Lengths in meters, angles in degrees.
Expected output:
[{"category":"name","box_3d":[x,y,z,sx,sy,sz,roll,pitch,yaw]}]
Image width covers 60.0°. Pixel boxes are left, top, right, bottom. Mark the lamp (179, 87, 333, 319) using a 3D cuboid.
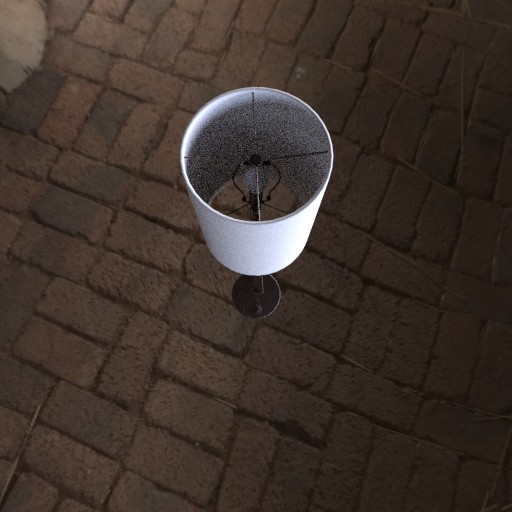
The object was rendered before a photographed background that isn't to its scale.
[{"category":"lamp","box_3d":[0.000,0.000,1.600,0.305,1.500,0.306,-2,74,-1]}]
